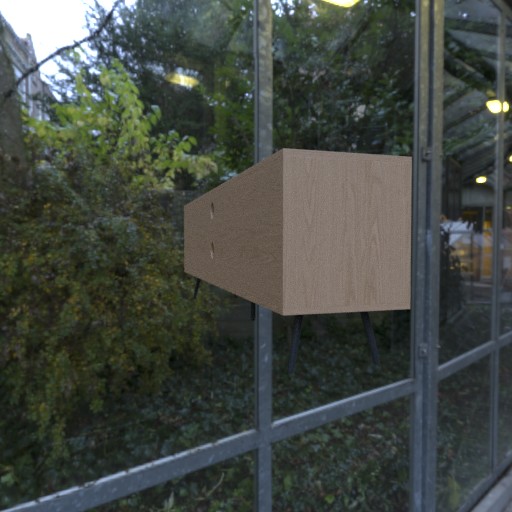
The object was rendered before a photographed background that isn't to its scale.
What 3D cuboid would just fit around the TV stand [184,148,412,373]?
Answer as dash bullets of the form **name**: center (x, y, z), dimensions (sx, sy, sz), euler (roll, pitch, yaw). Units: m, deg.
- **TV stand**: center (0.000, 0.000, 1.996), dimensions (0.400, 0.580, 1.760), euler (-1, 2, -17)
